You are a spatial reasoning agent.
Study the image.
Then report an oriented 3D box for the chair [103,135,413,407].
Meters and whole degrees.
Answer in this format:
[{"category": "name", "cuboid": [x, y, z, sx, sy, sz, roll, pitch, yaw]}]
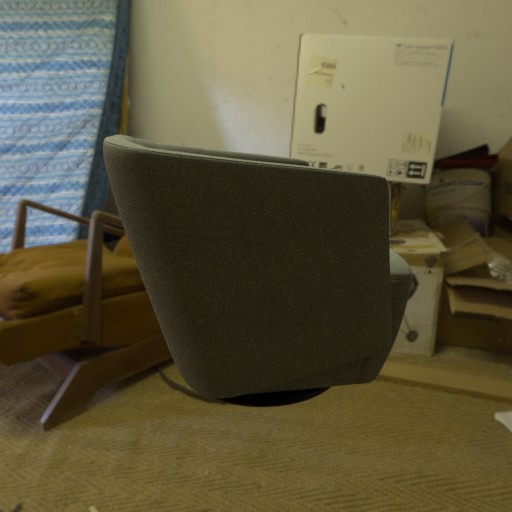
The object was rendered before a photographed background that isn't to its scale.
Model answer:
[{"category": "chair", "cuboid": [0.000, 0.000, 1.631, 0.986, 0.861, 0.822, -3, 16, -10]}]
